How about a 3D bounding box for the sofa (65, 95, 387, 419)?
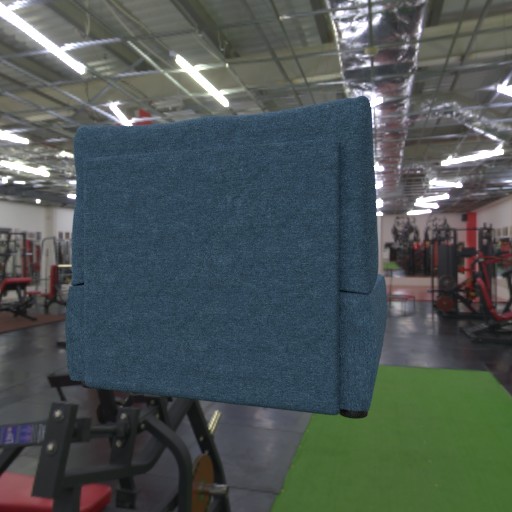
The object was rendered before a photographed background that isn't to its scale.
[{"bbox_3d":[0.000,0.000,1.678,0.930,0.820,1.000,0,0,18],"label":"sofa"}]
